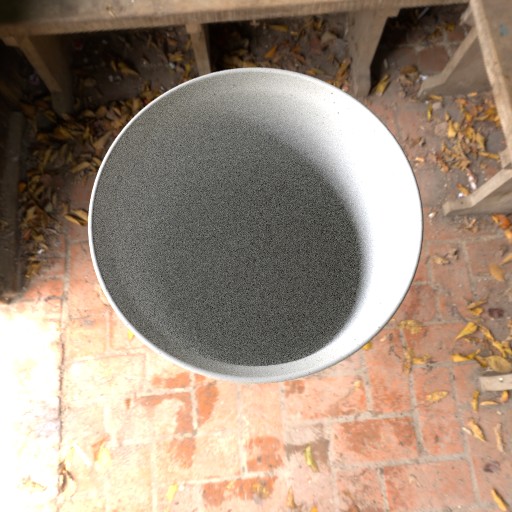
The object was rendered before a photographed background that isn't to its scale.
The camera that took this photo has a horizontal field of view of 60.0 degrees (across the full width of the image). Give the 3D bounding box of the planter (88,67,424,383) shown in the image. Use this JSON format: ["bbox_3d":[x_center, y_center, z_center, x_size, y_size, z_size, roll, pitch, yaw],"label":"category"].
[{"bbox_3d":[0.000,0.000,0.372,0.204,0.214,0.204,0,75,0],"label":"planter"}]
